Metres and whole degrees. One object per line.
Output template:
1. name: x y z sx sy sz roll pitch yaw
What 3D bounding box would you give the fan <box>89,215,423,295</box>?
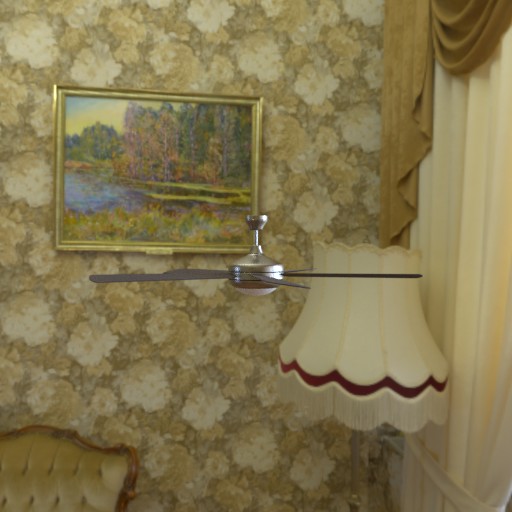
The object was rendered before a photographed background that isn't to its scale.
1. fan: 0.000 0.000 1.992 1.321 0.356 1.321 0 0 36
